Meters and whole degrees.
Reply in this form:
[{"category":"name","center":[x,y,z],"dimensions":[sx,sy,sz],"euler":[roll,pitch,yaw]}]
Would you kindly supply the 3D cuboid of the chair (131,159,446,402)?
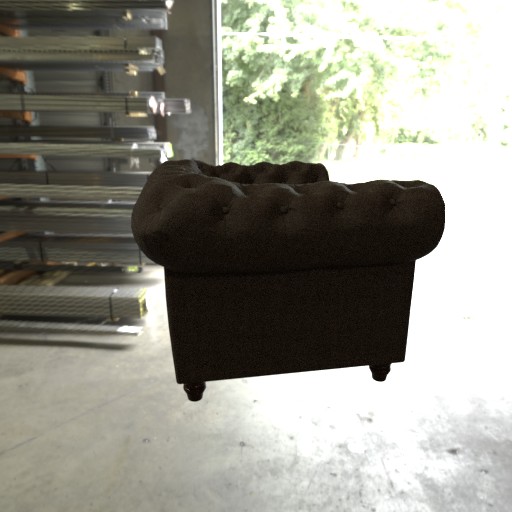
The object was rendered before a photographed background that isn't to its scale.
[{"category":"chair","center":[0.000,0.000,1.911],"dimensions":[0.945,0.780,1.298],"euler":[-3,15,-10]}]
